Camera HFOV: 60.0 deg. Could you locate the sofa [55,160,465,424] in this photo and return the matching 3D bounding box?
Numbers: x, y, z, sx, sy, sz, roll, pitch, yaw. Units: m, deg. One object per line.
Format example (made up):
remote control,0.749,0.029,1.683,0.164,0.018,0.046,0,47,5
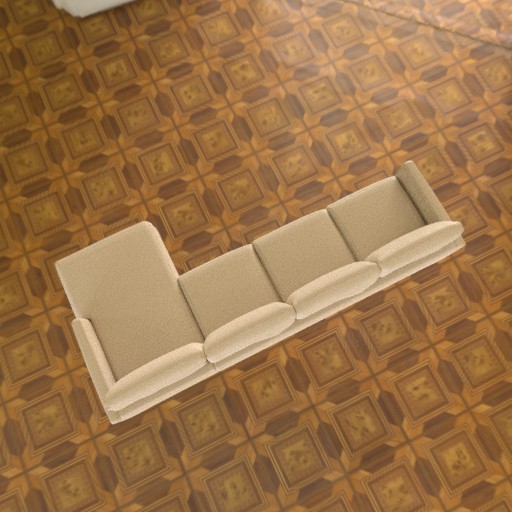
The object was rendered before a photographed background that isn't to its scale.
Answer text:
sofa,0.000,0.000,3.269,2.731,0.755,1.258,-26,77,-6
